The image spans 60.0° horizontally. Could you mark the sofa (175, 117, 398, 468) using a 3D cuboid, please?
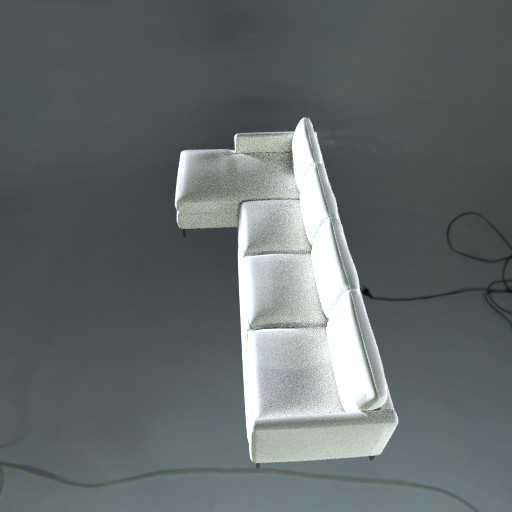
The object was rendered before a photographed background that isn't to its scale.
[{"bbox_3d":[0.000,0.000,3.729,1.467,0.875,3.186,-3,47,-2],"label":"sofa"}]
